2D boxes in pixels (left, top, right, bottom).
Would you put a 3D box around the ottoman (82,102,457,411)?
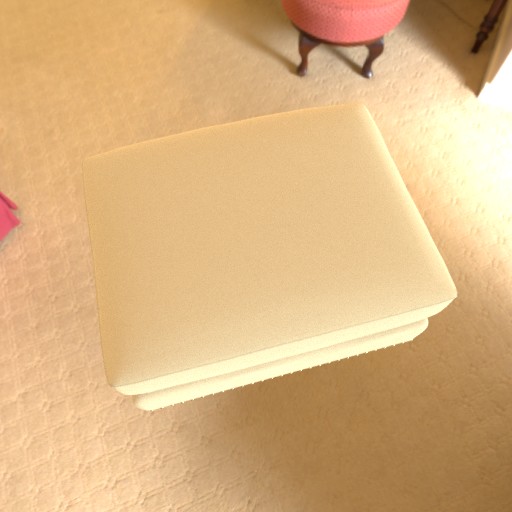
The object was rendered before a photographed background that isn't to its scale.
[{"bbox_3d":[0.000,0.000,1.157,0.741,0.513,0.584,-13,65,-6],"label":"ottoman"}]
